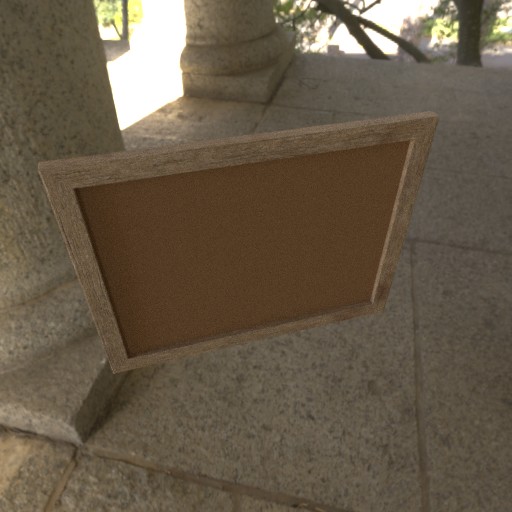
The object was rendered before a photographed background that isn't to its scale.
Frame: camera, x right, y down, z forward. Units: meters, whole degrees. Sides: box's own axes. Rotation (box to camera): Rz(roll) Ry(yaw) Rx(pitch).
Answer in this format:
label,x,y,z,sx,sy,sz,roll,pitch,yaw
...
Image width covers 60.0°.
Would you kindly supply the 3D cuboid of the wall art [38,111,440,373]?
label,x,y,z,sx,sy,sz,roll,pitch,yaw
wall art,0.000,0.000,0.924,0.690,0.535,0.026,-11,43,-12
